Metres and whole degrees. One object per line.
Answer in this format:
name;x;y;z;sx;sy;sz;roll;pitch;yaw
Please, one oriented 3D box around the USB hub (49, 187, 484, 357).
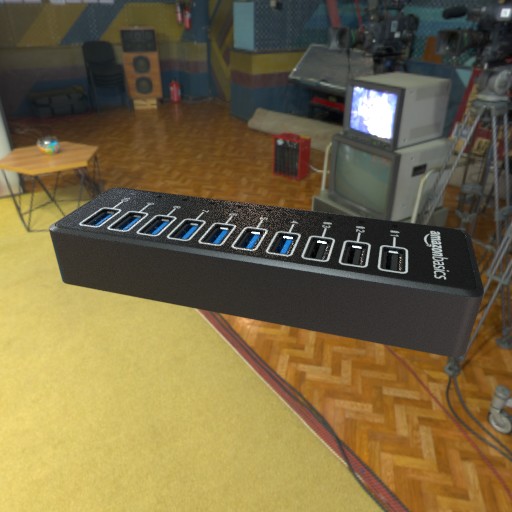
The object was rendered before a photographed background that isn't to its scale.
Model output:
USB hub;0.000;0.000;0.163;0.145;0.023;0.044;9;31;15
